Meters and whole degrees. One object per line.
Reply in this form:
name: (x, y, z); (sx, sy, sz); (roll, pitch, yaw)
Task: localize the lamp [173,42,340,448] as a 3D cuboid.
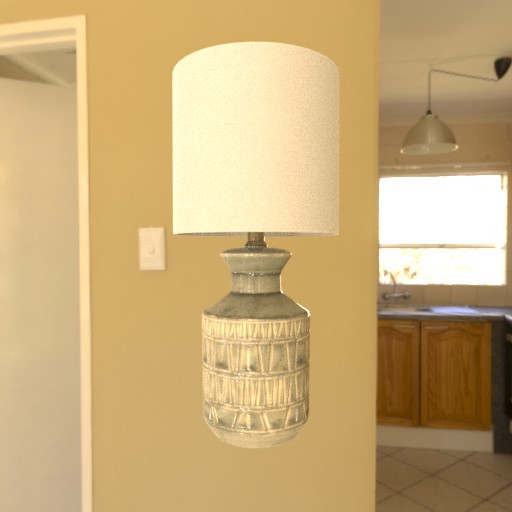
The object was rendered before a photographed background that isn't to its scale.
lamp: (0.000, 0.000, 0.575); (0.211, 0.455, 0.211); (0, 1, 0)
